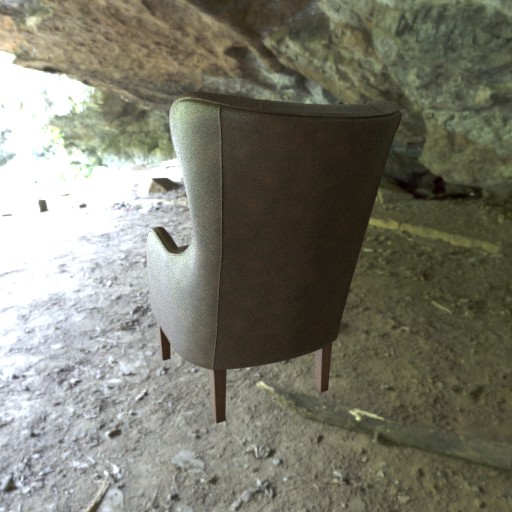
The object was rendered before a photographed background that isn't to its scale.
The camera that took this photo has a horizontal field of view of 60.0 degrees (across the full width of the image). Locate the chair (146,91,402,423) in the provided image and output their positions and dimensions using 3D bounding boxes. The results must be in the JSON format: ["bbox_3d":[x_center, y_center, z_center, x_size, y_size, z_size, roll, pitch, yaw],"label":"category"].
[{"bbox_3d":[0.000,0.000,1.597,0.692,1.048,0.914,-7,17,-25],"label":"chair"}]
